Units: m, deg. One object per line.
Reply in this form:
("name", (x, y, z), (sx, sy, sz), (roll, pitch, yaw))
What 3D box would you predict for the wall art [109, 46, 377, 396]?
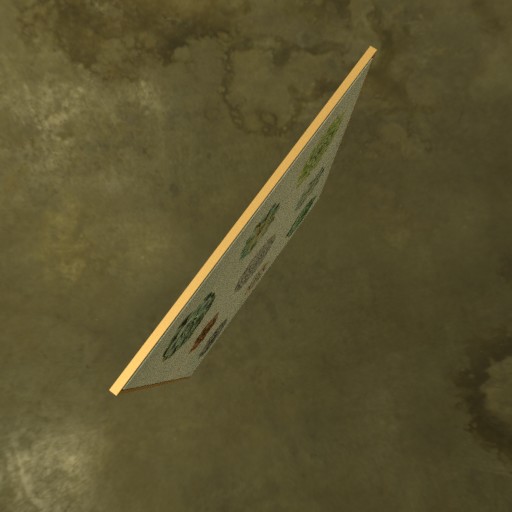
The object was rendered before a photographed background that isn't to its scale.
("wall art", (0.000, 0.000, 0.973), (0.014, 0.655, 0.657), (35, 79, 8))
